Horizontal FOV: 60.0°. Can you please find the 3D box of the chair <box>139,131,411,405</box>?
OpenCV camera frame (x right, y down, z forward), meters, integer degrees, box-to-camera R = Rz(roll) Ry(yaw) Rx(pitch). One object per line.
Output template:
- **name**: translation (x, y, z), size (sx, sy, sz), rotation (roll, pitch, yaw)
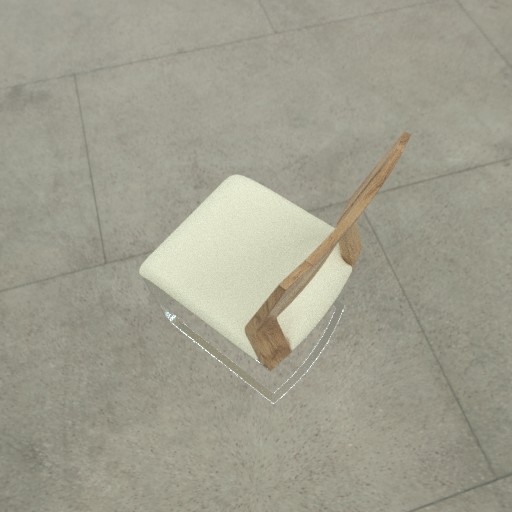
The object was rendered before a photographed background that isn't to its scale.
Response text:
- **chair**: translation (0.000, 0.000, 1.259), size (0.561, 0.955, 0.457), rotation (34, 68, 16)
